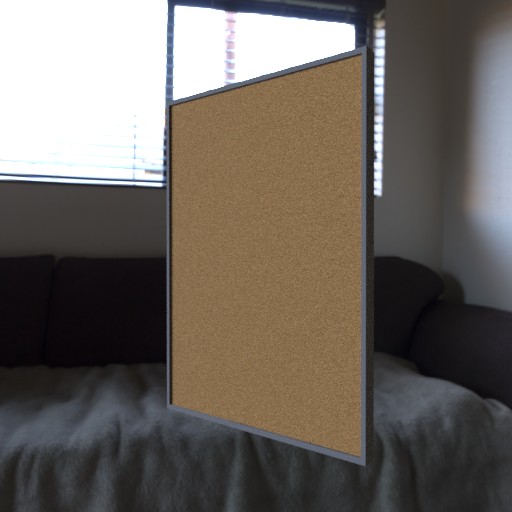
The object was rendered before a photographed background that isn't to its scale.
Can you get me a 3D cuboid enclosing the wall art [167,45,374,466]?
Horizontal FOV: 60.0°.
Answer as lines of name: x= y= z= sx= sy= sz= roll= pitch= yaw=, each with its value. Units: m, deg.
wall art: x=0.000 y=0.000 z=0.955 sx=0.511 sy=0.753 sz=0.039 roll=0 pitch=1 yaw=35
